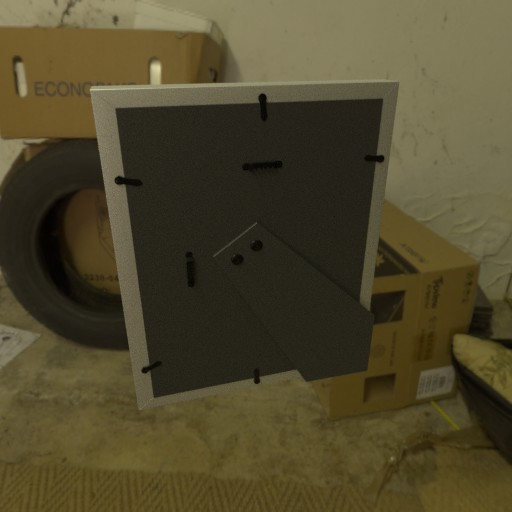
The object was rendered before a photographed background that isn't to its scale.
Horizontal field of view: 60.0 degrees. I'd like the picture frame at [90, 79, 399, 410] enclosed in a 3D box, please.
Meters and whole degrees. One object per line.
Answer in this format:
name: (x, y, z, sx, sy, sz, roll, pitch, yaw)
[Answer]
picture frame: (0.000, 0.000, 0.389, 0.233, 0.282, 0.036, -7, 27, -15)
